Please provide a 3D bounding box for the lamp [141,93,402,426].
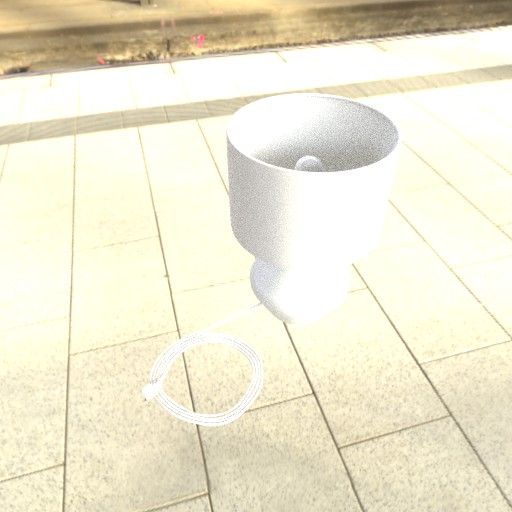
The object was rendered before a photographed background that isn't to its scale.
[{"bbox_3d":[0.000,0.000,0.870,0.546,0.457,0.401,-12,44,-13],"label":"lamp"}]
